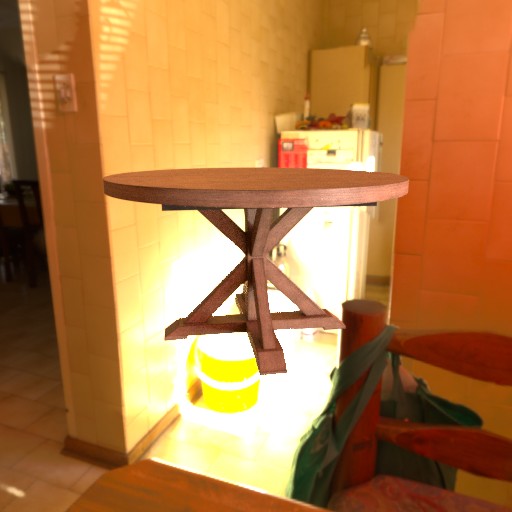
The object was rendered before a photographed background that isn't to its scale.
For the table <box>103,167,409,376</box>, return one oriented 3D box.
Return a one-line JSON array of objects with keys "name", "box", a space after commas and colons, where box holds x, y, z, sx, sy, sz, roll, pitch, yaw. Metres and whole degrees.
[{"name": "table", "box": [0.000, 0.000, 2.171, 1.363, 0.781, 1.363, 0, 14, 0]}]
